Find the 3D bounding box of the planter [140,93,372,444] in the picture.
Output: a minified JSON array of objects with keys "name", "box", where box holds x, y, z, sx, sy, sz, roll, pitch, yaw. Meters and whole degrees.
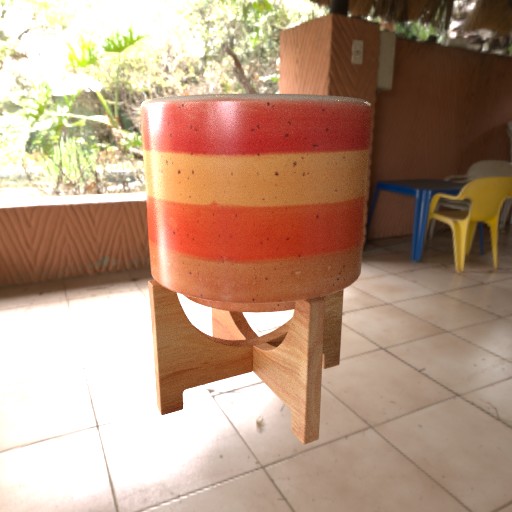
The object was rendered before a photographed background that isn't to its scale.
[{"name":"planter","box":[0.000,0.000,0.411,0.199,0.268,0.199,0,15,0]}]
